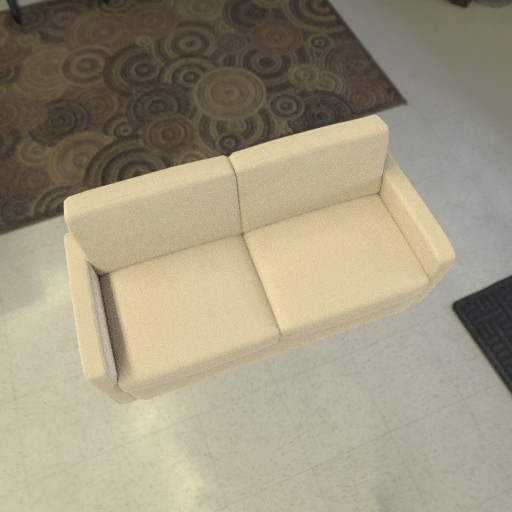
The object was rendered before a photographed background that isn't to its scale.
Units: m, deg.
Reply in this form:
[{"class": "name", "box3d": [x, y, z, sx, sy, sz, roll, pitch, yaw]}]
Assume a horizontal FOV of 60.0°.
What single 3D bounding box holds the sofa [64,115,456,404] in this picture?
[{"class": "sofa", "box3d": [0.000, 0.000, 2.299, 1.808, 0.831, 0.894, -17, 64, -9]}]
